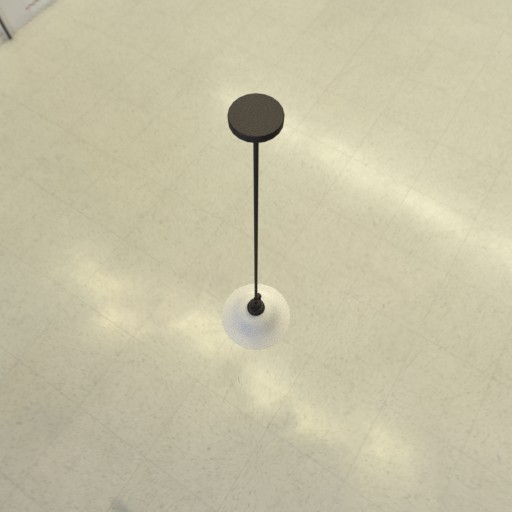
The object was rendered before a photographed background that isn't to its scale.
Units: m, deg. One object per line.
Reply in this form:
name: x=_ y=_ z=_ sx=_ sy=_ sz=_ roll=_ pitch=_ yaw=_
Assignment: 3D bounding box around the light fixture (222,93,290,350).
light fixture: x=0.000 y=0.000 z=1.490 sx=0.324 sy=1.337 sz=0.324 roll=33 pitch=69 yaw=14
